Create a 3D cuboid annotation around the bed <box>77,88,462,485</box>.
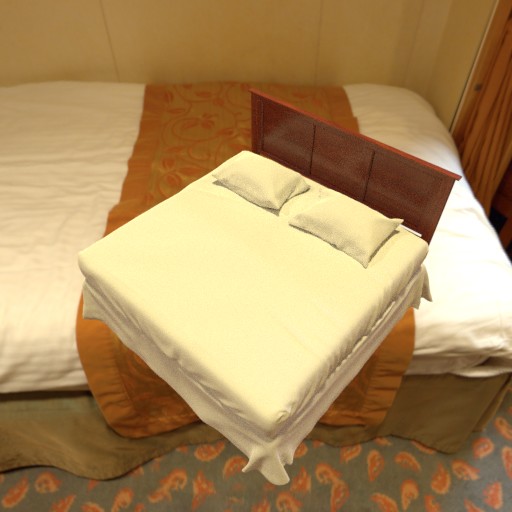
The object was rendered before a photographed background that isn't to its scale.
[{"bbox_3d":[0.000,0.000,3.468,2.314,1.271,2.219,33,55,27],"label":"bed"}]
